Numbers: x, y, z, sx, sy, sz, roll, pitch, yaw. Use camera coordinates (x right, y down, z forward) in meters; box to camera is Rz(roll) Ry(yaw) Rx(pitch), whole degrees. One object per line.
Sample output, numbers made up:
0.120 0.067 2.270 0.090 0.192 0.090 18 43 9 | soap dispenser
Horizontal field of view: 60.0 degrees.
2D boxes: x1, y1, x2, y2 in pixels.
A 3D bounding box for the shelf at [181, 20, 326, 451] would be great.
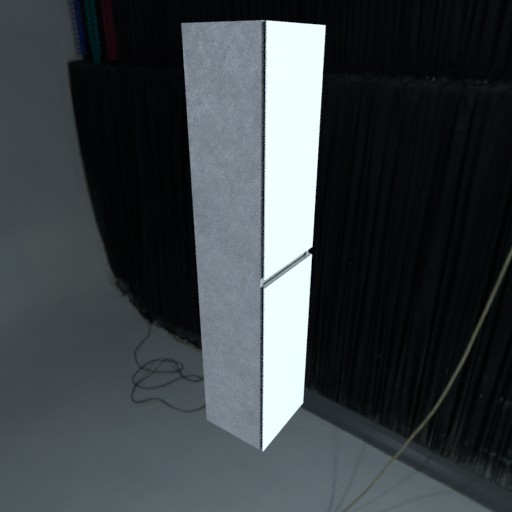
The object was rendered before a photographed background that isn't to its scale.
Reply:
0.000 0.000 1.508 0.270 1.400 0.300 17 30 31 | shelf
